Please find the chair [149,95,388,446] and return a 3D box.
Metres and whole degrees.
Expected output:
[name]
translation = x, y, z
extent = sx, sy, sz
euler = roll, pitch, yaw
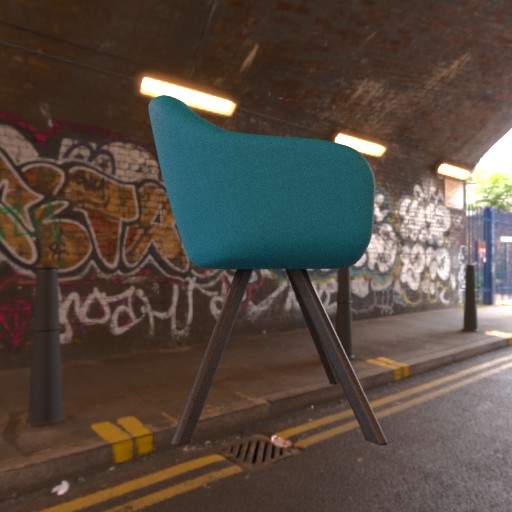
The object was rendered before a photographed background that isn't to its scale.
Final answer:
[chair]
translation = 0.000, 0.000, 1.171
extent = 0.550, 0.795, 0.590
euler = 0, -1, -1
